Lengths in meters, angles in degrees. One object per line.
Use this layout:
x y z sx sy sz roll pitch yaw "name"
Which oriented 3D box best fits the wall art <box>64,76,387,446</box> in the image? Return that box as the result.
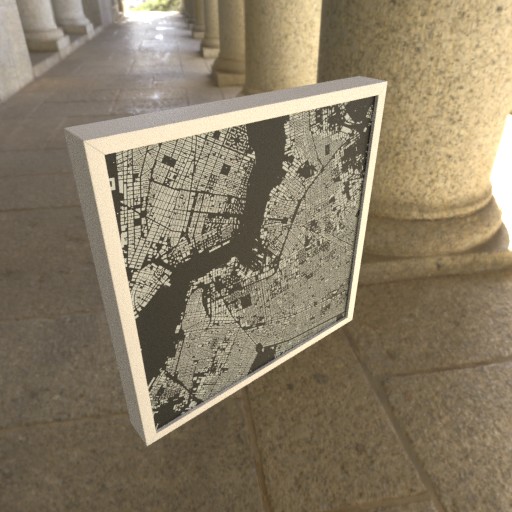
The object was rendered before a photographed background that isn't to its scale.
0.000 0.000 0.449 0.305 0.305 0.037 -23 39 -32 "wall art"
